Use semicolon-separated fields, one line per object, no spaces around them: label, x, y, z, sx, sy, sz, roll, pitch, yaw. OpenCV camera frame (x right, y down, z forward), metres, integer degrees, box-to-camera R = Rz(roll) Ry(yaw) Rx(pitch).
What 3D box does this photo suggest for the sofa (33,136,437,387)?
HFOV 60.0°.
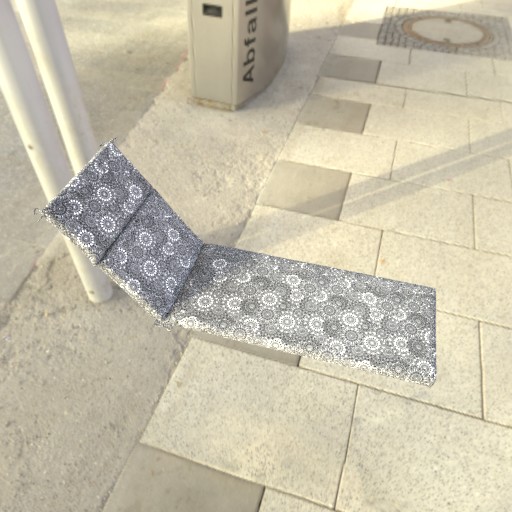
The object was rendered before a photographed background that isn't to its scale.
sofa;0.000;0.000;1.942;1.663;0.622;0.582;11;47;11
